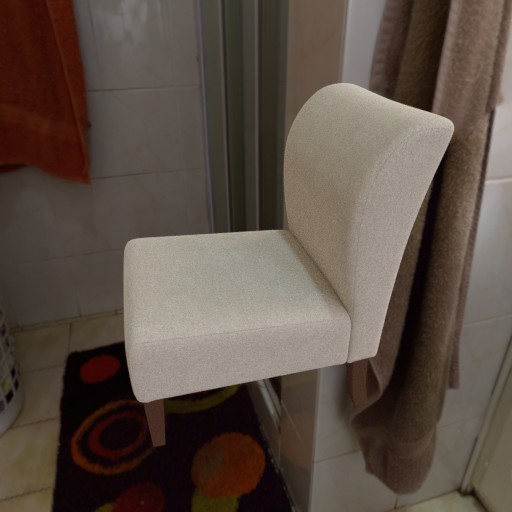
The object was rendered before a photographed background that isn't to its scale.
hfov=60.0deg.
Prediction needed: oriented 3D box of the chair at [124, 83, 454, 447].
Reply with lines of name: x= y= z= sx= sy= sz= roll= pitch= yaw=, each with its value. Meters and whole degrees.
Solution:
chair: x=0.000 y=0.000 z=1.259 sx=0.754 sy=0.833 sz=0.521 roll=-7 pitch=31 yaw=-13
